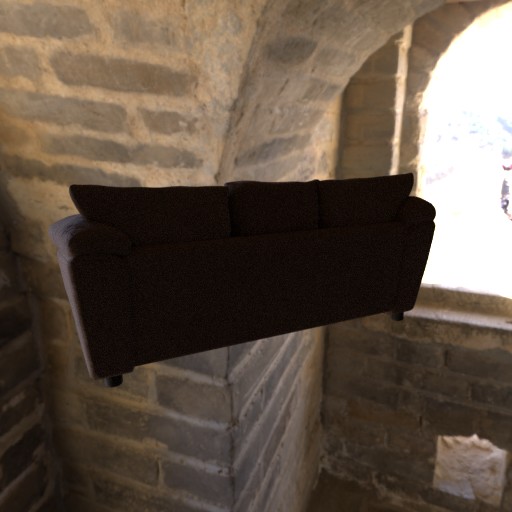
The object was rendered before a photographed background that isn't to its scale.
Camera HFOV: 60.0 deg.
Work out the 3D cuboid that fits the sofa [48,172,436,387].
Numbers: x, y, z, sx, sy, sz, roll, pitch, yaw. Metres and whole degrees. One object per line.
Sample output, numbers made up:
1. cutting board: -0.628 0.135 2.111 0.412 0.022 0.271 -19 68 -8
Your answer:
1. sofa: 0.000 0.000 2.816 2.336 1.015 0.878 -7 16 -26
